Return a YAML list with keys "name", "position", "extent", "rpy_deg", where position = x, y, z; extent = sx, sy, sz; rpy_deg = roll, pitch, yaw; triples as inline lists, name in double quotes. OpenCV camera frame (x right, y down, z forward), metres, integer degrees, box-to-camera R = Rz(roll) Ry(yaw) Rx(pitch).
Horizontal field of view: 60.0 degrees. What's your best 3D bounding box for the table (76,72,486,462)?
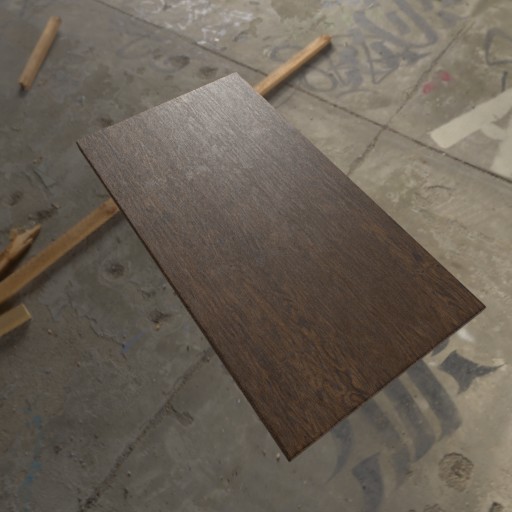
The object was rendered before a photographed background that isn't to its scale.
- name: "table"
  position: [0.000, 0.000, 2.542]
  extent: [1.078, 0.795, 1.989]
  rpy_deg: [-31, 63, -18]
